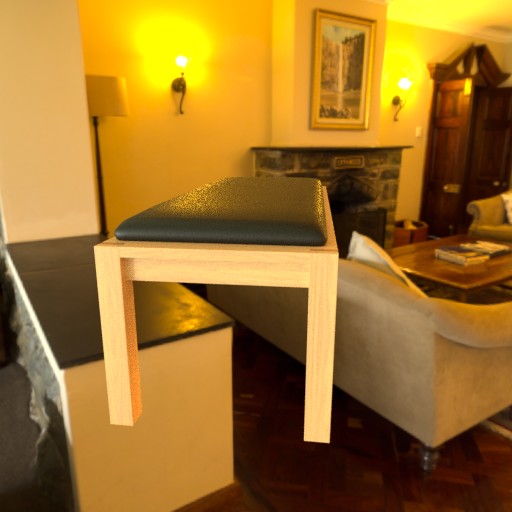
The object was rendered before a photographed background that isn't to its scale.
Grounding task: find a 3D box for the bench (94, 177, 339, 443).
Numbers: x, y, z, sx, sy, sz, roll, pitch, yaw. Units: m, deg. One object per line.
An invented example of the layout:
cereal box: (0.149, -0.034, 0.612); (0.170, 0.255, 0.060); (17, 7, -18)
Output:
bench: (0.000, 0.000, 1.416); (0.450, 0.430, 1.202); (2, 15, 7)
